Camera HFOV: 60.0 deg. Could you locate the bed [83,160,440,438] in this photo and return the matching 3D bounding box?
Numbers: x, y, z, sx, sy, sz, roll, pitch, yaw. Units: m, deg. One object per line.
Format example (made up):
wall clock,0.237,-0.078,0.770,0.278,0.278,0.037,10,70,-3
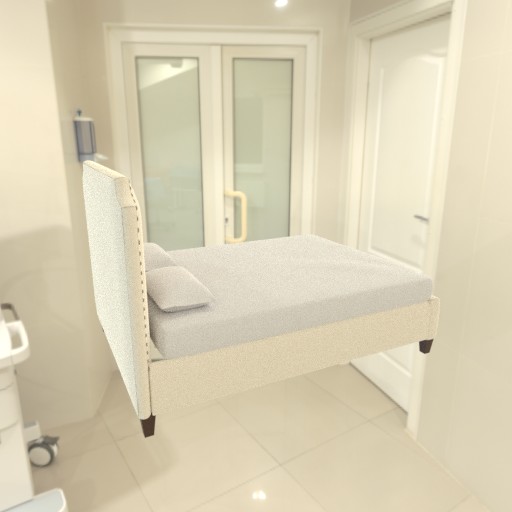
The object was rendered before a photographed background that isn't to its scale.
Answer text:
bed,0.000,0.000,3.556,2.372,1.497,1.712,-8,18,-26
